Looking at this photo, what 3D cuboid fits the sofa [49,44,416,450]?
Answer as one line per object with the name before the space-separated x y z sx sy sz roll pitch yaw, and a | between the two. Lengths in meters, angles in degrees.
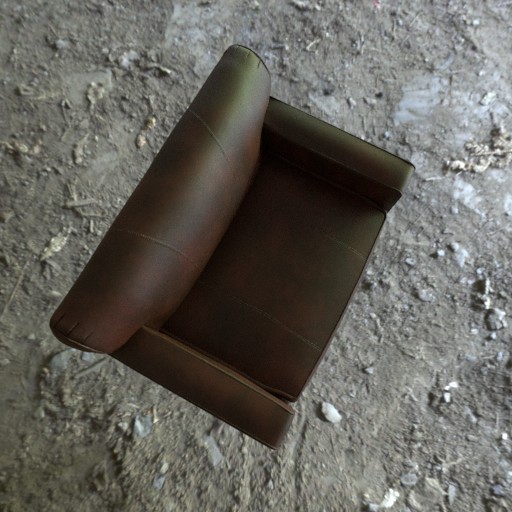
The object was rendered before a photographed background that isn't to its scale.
sofa | 0.000 0.000 2.066 1.000 0.956 1.413 28 77 7
